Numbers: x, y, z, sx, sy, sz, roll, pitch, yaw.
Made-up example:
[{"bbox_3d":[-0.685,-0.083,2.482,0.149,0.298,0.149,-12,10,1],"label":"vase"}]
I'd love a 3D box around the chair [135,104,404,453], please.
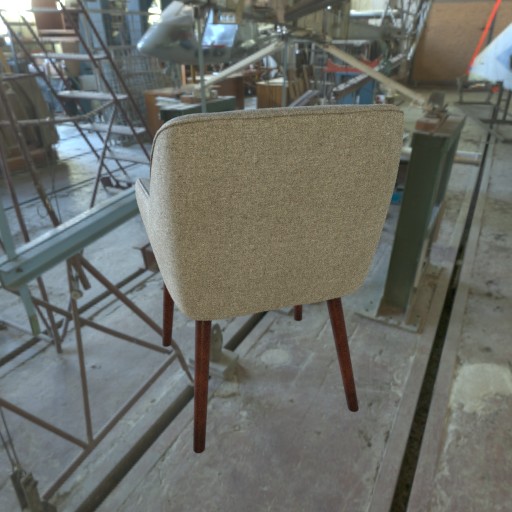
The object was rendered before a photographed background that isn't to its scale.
[{"bbox_3d":[0.000,0.000,1.145,0.543,0.803,0.519,-8,28,-16],"label":"chair"}]
